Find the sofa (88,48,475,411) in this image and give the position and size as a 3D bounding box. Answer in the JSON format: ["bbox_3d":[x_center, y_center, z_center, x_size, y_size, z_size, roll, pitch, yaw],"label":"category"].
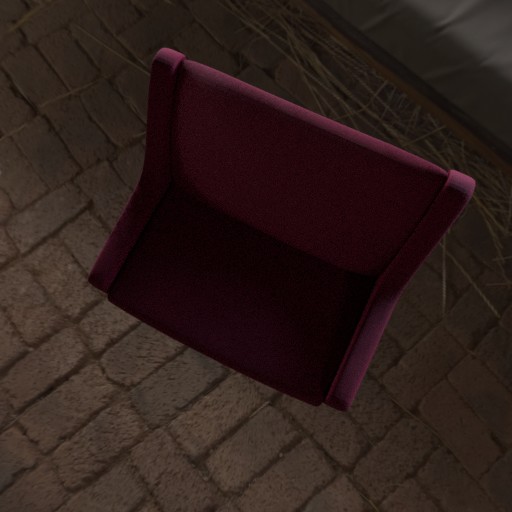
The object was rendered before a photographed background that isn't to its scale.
[{"bbox_3d":[0.000,0.000,1.926,1.242,0.976,0.946,25,77,6],"label":"sofa"}]
